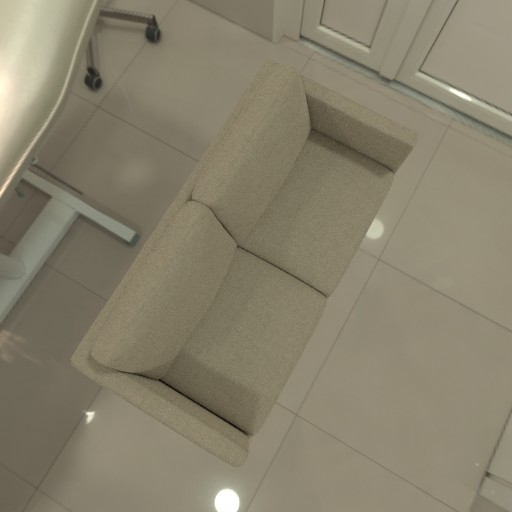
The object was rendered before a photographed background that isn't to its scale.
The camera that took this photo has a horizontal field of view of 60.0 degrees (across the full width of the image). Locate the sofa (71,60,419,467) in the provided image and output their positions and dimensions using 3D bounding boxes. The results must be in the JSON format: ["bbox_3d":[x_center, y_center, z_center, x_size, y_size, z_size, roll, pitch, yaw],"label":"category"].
[{"bbox_3d":[0.000,0.000,2.436,0.951,0.947,1.884,29,78,7],"label":"sofa"}]
